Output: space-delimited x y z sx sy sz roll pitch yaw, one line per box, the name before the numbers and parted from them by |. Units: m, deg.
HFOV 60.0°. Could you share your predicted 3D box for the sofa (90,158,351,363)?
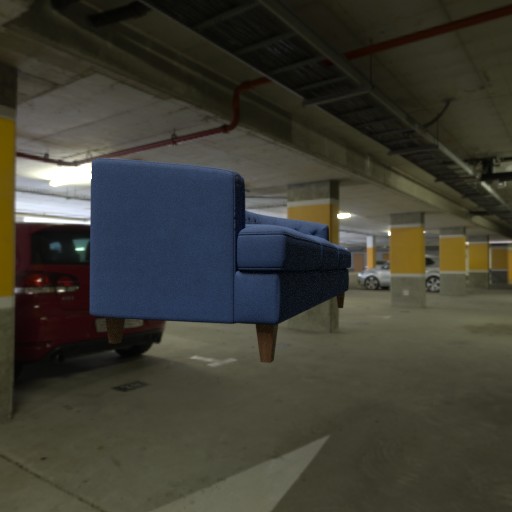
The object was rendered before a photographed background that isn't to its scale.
sofa | 0.000 0.000 2.663 0.914 0.787 2.235 0 -1 18
